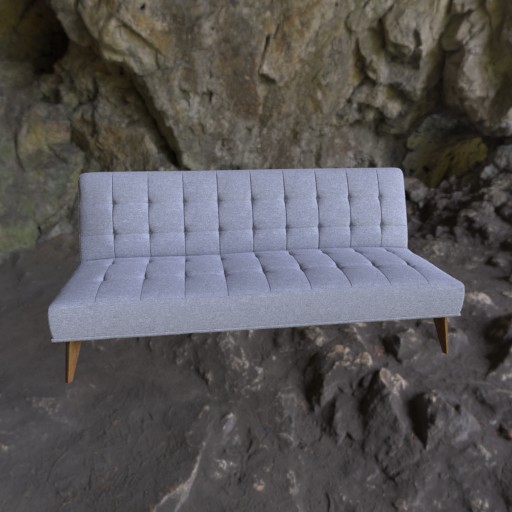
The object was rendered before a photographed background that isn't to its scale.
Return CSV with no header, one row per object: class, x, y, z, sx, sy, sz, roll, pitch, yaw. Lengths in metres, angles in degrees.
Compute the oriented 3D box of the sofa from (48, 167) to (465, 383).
sofa,0.000,0.000,2.254,1.800,0.810,0.860,-2,17,-8
